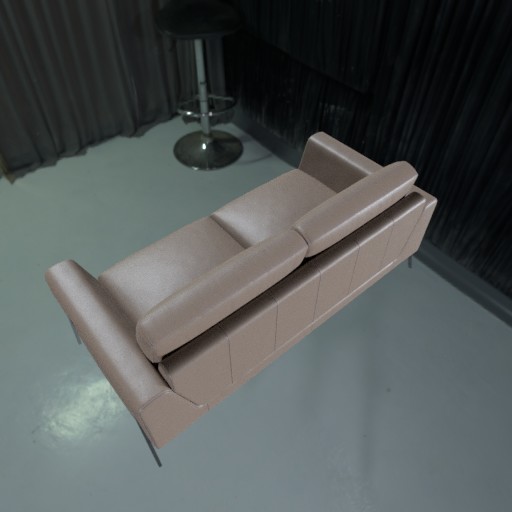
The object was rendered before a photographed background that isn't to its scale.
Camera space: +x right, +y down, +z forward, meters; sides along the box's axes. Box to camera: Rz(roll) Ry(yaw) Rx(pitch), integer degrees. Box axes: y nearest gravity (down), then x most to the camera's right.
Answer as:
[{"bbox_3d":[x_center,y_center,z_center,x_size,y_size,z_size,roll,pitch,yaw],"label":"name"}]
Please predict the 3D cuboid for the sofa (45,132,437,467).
[{"bbox_3d":[0.000,0.000,2.527,2.017,0.875,0.953,-32,55,-26],"label":"sofa"}]
